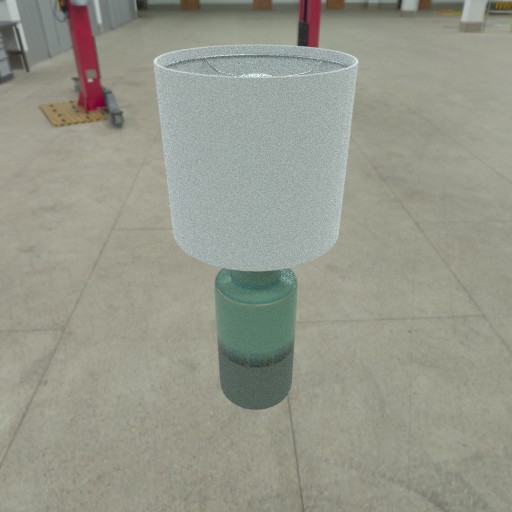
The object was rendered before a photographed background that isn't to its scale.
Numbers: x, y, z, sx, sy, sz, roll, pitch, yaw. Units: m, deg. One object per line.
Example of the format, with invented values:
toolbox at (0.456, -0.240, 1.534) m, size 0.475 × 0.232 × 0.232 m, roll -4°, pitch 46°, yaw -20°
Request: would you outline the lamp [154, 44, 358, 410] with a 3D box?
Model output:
lamp at (0.000, 0.000, 0.598) m, size 0.212 × 0.493 × 0.212 m, roll -23°, pitch 39°, yaw -31°
